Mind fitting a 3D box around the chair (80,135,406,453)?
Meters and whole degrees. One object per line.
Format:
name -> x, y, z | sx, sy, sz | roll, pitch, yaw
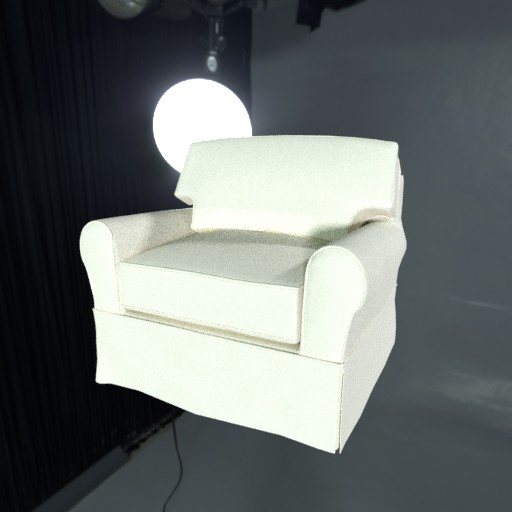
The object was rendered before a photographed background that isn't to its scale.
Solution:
chair -> 0.000, 0.000, 1.805 | 1.099, 0.958, 0.904 | 7, 16, 26
